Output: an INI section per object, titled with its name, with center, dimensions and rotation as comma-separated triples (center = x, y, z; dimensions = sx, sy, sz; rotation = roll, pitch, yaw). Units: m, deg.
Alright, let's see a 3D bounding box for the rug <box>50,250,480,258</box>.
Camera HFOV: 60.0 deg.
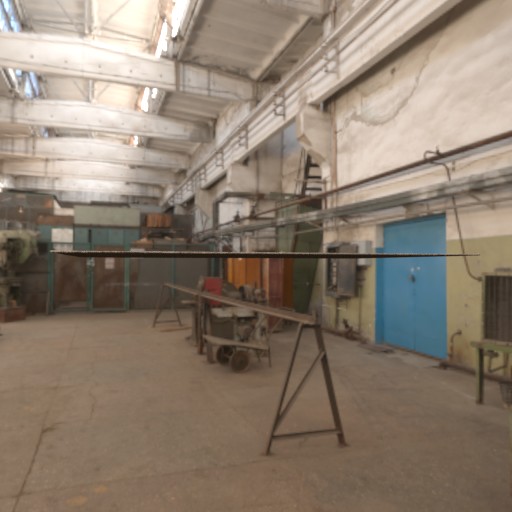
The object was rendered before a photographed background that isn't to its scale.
[rug]
center = 0.000, 0.000, 3.109
dimensions = 2.442, 0.010, 1.546
rotation = 0, -1, -17
